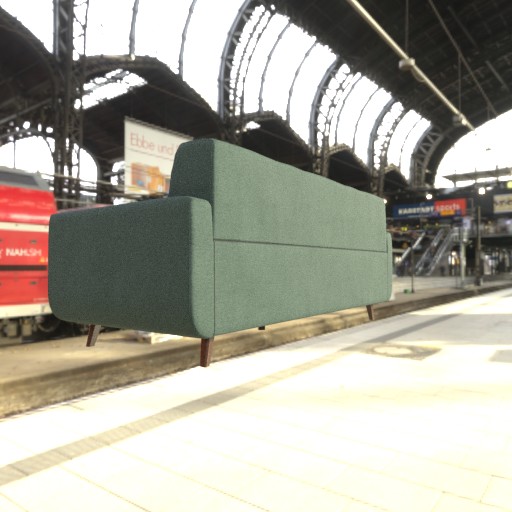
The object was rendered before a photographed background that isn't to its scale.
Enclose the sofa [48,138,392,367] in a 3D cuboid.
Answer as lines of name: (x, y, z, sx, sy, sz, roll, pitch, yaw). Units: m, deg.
sofa: (0.000, 0.000, 2.524, 0.909, 0.841, 2.029, -1, -1, 35)
